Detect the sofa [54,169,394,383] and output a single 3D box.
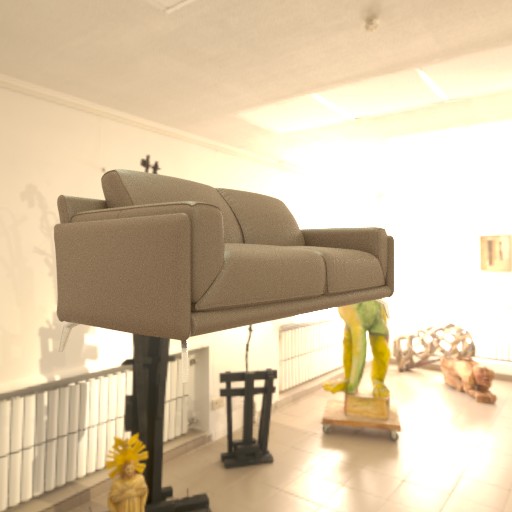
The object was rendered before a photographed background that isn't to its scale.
[{"bbox_3d":[0.000,0.000,2.653,1.049,0.930,2.101,0,0,37],"label":"sofa"}]
